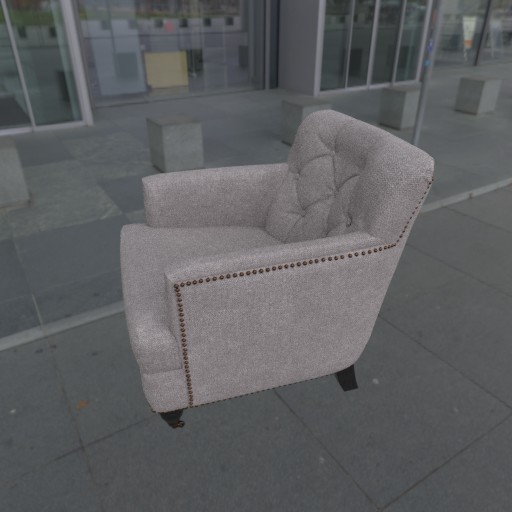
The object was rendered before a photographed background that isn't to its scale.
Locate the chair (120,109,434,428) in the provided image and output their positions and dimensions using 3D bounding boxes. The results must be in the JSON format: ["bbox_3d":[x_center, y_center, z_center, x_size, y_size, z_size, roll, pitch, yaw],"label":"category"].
[{"bbox_3d":[0.000,0.000,1.530,0.902,0.823,0.737,-9,31,-15],"label":"chair"}]
